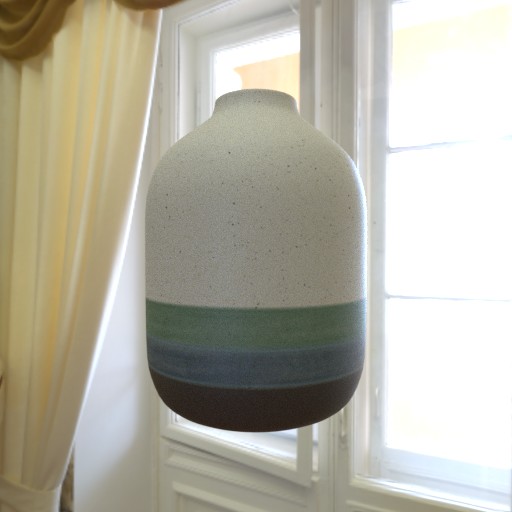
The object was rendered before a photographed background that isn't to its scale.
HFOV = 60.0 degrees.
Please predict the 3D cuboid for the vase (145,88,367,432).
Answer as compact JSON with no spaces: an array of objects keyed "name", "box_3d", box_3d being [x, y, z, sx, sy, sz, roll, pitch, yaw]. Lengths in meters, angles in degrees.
[{"name":"vase","box_3d":[0.000,0.000,0.349,0.169,0.240,0.169,0,1,0]}]
